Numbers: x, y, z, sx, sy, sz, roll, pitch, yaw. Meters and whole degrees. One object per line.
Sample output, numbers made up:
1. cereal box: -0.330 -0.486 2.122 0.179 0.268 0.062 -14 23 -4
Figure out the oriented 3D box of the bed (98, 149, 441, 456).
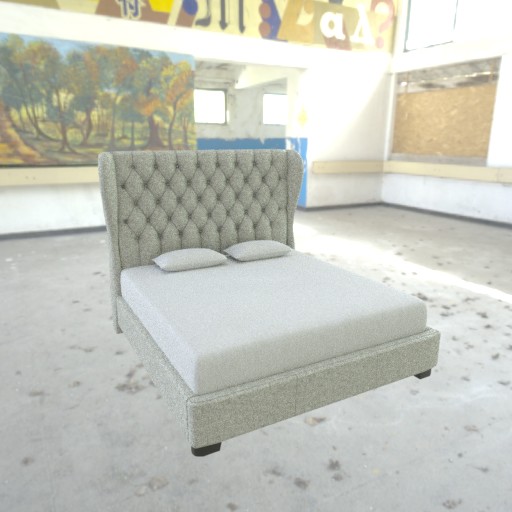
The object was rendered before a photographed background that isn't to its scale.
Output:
1. bed: 0.000 0.000 3.911 2.219 1.771 2.347 -8 17 -28
